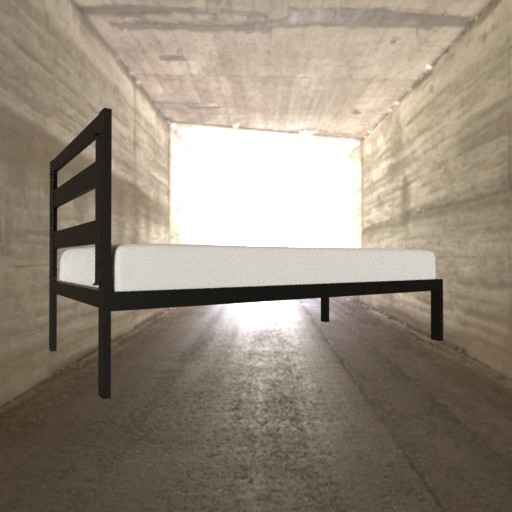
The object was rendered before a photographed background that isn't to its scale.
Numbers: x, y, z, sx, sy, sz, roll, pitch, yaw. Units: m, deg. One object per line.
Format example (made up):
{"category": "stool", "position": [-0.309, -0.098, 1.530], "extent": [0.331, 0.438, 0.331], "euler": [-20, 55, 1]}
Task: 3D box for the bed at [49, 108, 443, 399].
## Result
{"category": "bed", "position": [0.000, 0.000, 2.416], "extent": [1.930, 0.967, 0.991], "euler": [0, -1, -34]}
